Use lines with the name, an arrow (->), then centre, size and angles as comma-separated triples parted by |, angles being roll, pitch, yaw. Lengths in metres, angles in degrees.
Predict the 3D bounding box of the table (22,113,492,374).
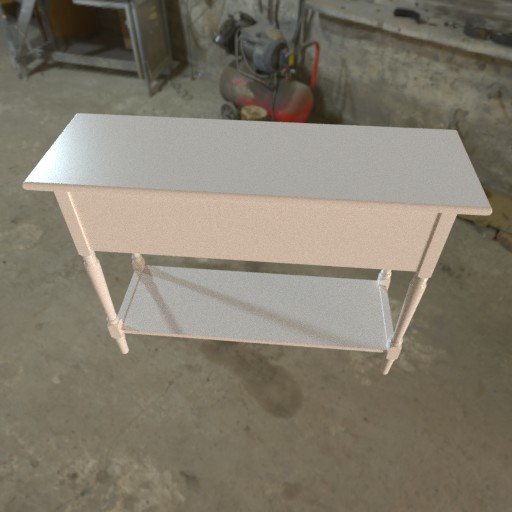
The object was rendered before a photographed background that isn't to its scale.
table -> 0.000, 0.000, 1.534 | 1.191, 0.814, 0.386 | 4, 45, 4
